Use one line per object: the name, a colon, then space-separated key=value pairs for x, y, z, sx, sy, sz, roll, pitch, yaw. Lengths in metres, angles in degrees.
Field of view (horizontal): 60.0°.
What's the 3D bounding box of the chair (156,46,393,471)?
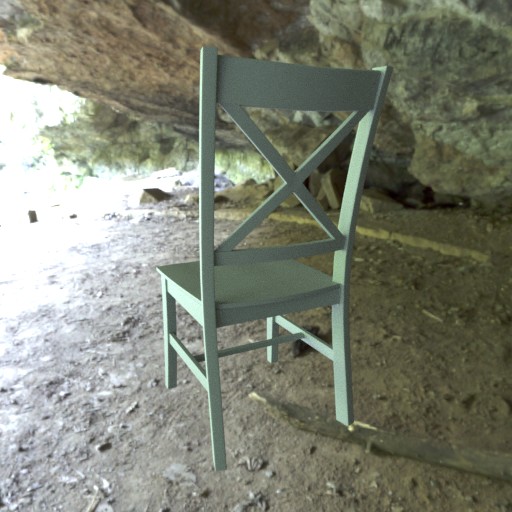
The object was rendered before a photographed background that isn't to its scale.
chair: x=0.000 y=0.000 z=1.281 sx=0.485 sy=0.983 sz=0.542 roll=-7 pitch=15 yaw=-27
